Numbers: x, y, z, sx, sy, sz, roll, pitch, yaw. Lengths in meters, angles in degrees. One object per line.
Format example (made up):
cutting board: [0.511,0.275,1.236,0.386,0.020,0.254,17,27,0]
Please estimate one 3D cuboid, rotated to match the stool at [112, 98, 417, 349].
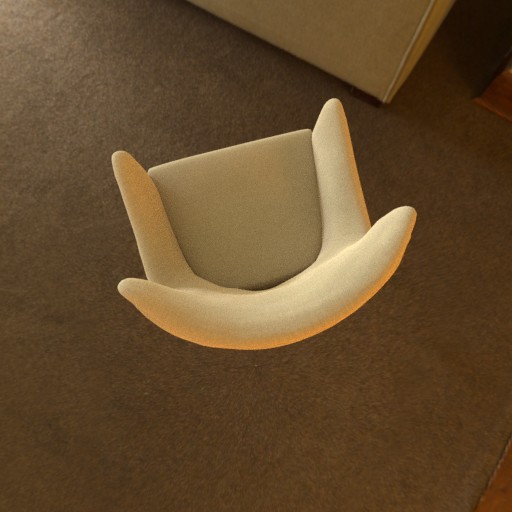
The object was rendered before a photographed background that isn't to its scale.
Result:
stool: [0.000,0.000,1.329,0.601,0.951,0.570,-15,77,-4]
